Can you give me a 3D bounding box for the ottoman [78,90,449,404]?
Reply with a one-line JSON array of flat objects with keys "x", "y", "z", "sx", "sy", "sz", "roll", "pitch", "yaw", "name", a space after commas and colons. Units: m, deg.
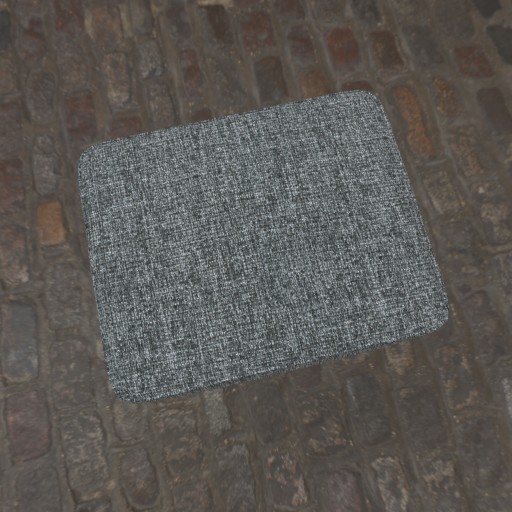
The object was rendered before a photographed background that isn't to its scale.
[{"x": 0.000, "y": 0.000, "z": 1.142, "sx": 0.738, "sy": 0.537, "sz": 0.589, "roll": -13, "pitch": 77, "yaw": -3, "name": "ottoman"}]
